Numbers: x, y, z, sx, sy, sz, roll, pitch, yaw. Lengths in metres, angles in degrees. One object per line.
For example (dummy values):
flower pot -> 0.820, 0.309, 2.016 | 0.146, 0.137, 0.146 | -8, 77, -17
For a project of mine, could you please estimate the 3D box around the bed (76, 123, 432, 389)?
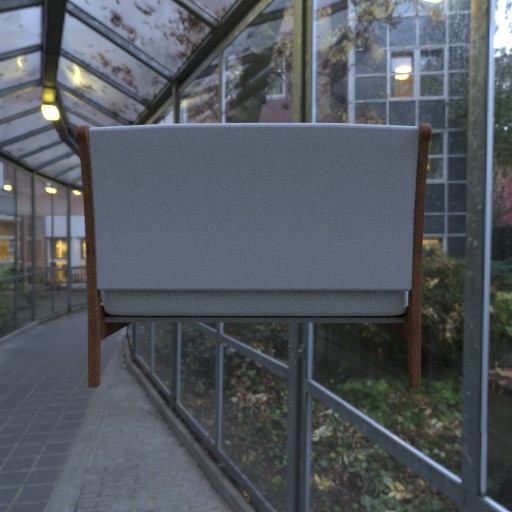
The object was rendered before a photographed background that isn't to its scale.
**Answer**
bed -> 0.000, 0.000, 2.871 | 1.502, 1.135, 2.108 | 0, 1, 1
